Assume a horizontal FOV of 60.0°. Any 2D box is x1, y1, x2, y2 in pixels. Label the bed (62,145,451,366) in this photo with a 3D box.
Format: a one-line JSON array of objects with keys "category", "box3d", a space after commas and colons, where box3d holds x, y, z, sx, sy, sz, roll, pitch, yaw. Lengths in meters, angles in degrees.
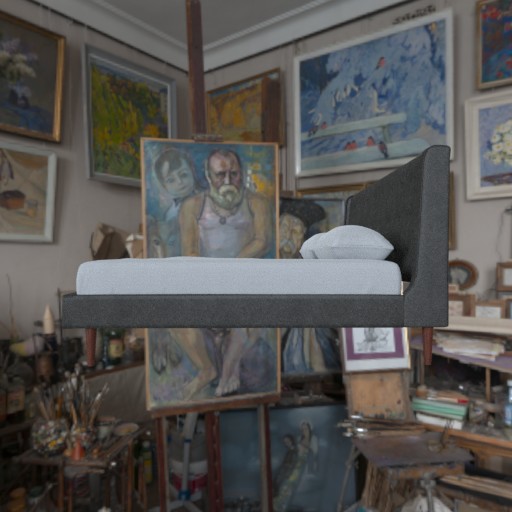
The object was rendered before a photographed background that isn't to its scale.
[{"category": "bed", "box3d": [0.000, 0.000, 3.241, 2.031, 1.158, 1.903, 0, 0, -1]}]
